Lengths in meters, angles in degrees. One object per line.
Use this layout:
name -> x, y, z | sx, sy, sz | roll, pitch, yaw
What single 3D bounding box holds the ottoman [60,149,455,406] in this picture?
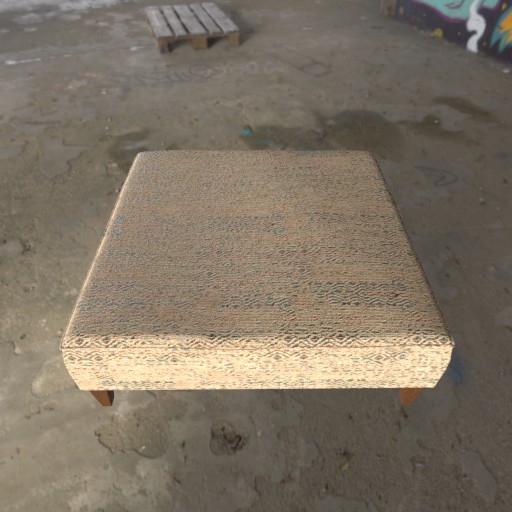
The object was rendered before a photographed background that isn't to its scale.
ottoman -> 0.000, 0.000, 1.533 | 0.968, 0.356, 1.004 | 0, 41, 0
